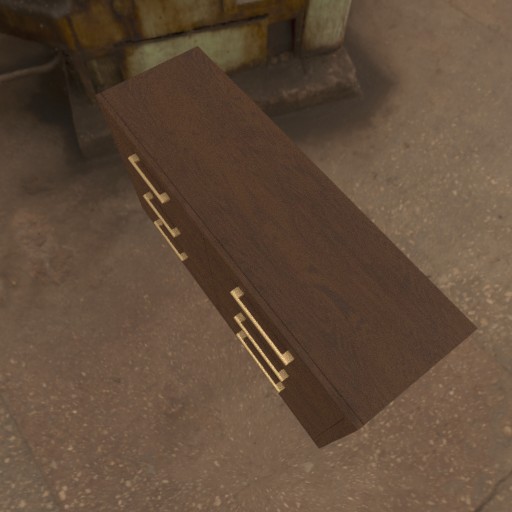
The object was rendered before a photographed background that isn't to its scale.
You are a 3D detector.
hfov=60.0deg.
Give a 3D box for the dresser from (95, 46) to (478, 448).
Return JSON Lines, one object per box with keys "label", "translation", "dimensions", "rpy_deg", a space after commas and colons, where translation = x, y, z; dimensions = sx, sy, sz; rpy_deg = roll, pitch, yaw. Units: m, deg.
{"label": "dresser", "translation": [0.000, 0.000, 1.915], "dimensions": [0.512, 0.889, 1.523], "rpy_deg": [-33, 68, -15]}
